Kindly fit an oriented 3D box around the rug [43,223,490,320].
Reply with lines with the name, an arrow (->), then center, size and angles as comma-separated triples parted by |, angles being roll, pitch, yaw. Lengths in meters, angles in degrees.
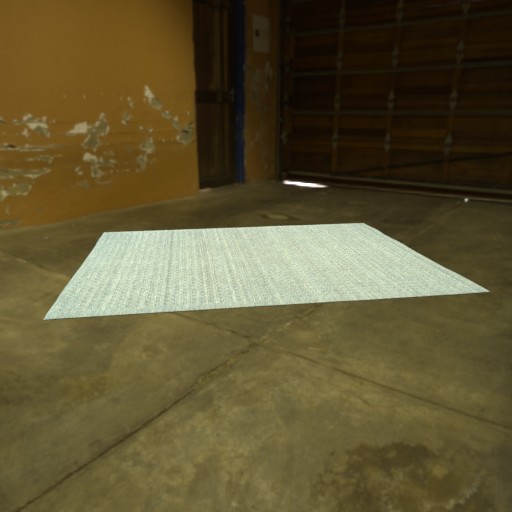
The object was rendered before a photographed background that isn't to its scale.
rug -> 0.000, 0.000, 4.259 | 3.200, 0.007, 2.443 | -3, 17, -9
